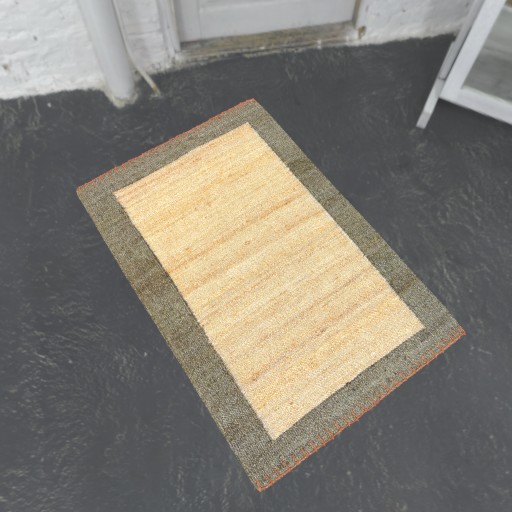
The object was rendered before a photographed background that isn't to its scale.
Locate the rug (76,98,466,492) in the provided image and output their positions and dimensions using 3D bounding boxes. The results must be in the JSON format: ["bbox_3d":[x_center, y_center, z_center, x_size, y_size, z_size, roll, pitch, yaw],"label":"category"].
[{"bbox_3d":[0.000,0.000,2.301,1.220,0.019,1.838,-32,69,-14],"label":"rug"}]
